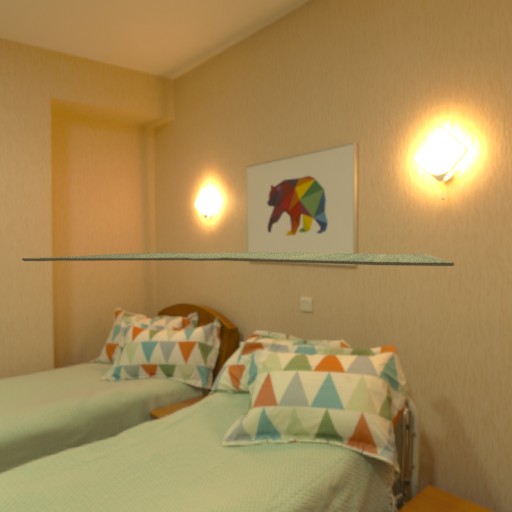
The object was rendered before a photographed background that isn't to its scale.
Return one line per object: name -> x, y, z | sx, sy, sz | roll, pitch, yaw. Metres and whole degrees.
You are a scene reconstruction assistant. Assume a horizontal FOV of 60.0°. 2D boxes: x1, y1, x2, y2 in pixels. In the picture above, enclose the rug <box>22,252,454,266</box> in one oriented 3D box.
rug -> 0.000, 0.000, 4.282 | 3.237, 0.046, 2.461 | 0, 2, 17
